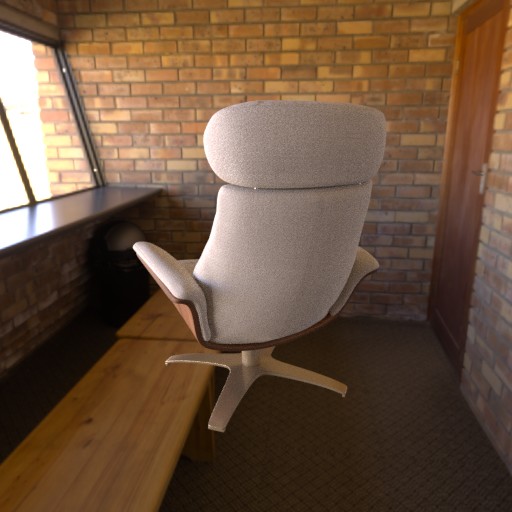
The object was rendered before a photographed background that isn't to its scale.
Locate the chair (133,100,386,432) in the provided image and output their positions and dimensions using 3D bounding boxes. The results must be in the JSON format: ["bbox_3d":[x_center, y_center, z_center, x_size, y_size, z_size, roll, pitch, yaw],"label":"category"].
[{"bbox_3d":[0.000,0.000,1.577,0.785,0.995,0.837,-7,17,-25],"label":"chair"}]
